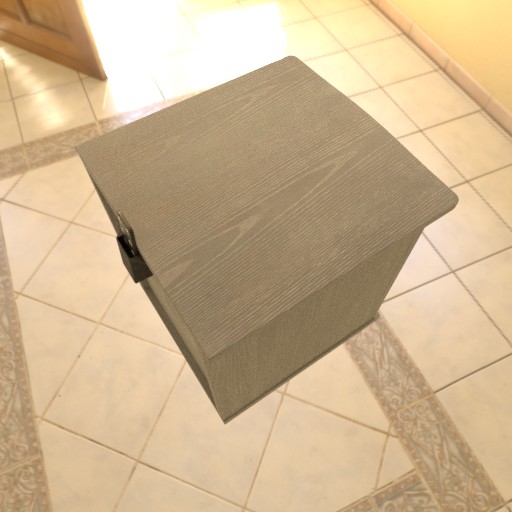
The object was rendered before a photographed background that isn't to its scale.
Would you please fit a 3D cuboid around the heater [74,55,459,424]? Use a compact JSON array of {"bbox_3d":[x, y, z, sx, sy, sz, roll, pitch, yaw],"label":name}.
[{"bbox_3d":[0.000,0.000,0.756,0.400,0.481,0.362,-30,63,-17],"label":"heater"}]
